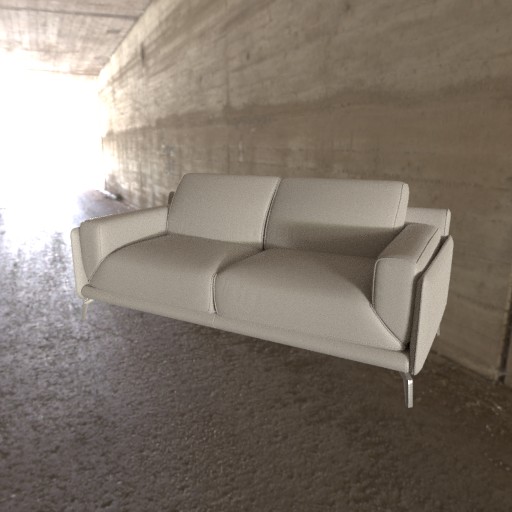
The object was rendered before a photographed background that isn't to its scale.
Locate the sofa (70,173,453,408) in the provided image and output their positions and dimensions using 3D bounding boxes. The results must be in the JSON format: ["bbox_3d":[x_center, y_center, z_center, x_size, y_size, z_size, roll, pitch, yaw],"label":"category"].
[{"bbox_3d":[0.000,0.000,2.645,2.101,0.930,1.049,8,16,27],"label":"sofa"}]
